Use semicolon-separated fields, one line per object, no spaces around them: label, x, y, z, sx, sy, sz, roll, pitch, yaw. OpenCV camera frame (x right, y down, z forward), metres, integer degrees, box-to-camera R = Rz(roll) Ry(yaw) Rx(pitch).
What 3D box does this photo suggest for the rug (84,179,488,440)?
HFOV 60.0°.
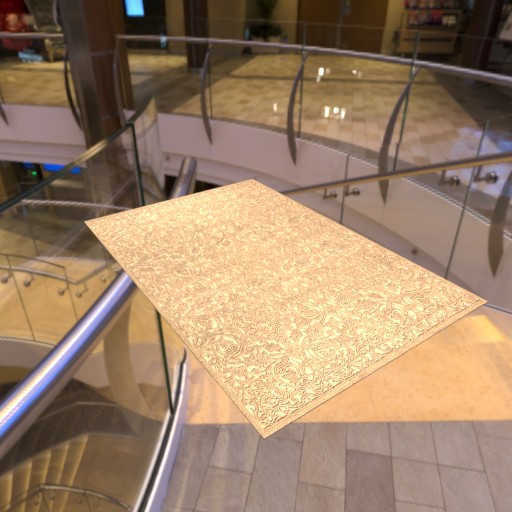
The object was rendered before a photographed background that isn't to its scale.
rug;0.000;0.000;2.301;1.221;0.006;1.827;-20;36;-30
